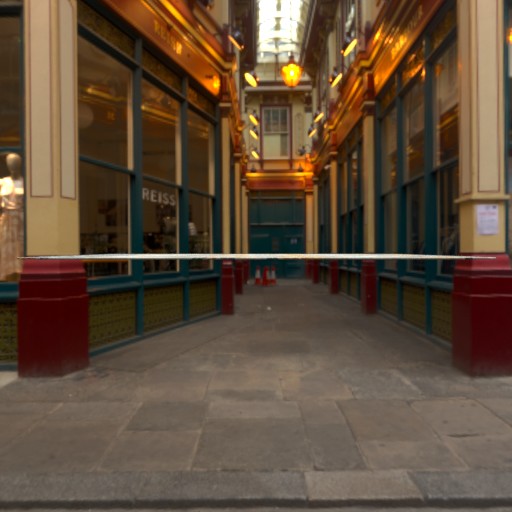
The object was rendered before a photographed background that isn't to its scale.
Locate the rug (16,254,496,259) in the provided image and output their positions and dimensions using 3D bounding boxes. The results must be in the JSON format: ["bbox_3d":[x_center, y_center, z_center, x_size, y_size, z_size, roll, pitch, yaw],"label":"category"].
[{"bbox_3d":[0.000,0.000,2.290,1.827,0.008,1.230,0,1,0],"label":"rug"}]
